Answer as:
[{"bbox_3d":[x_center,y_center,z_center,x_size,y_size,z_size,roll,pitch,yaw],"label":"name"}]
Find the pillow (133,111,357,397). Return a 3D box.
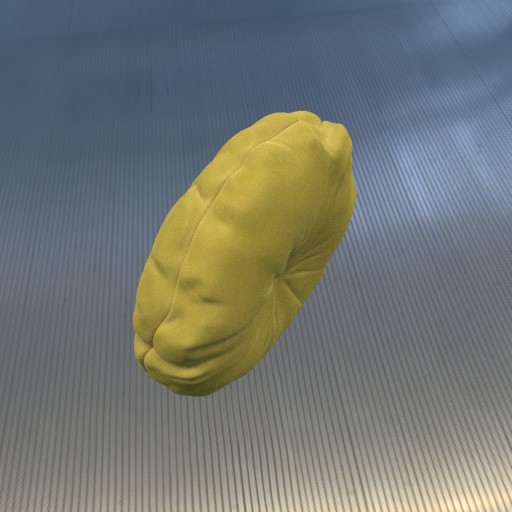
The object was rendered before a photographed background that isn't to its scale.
[{"bbox_3d":[0.000,0.000,0.629,0.148,0.407,0.428,32,63,19],"label":"pillow"}]
